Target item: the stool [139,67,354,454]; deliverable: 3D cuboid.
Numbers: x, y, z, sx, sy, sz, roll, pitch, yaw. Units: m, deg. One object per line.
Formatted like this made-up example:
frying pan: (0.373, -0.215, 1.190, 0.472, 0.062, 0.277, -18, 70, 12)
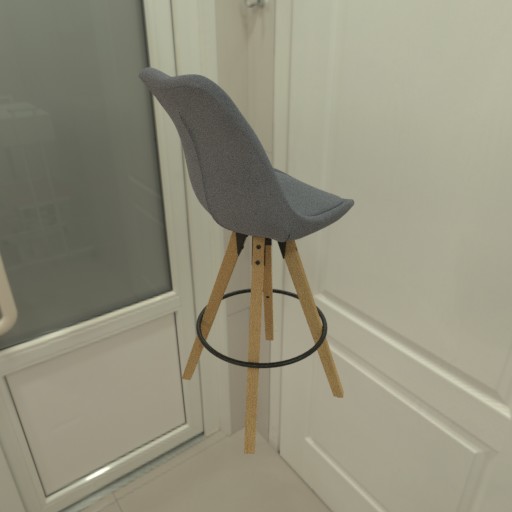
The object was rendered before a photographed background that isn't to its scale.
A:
stool: (0.000, 0.000, 1.411, 0.550, 1.115, 0.485, -19, 33, -32)
